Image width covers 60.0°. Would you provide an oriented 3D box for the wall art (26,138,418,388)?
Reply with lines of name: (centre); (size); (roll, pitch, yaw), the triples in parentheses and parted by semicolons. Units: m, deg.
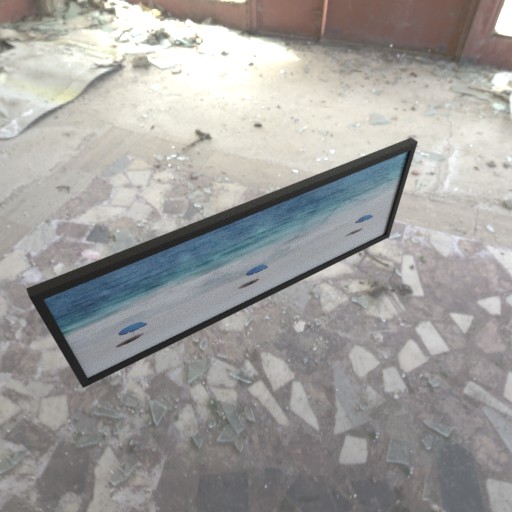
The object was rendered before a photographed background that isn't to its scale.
wall art: (0.000, 0.000, 1.783); (1.572, 0.554, 0.041); (-24, 51, -21)
